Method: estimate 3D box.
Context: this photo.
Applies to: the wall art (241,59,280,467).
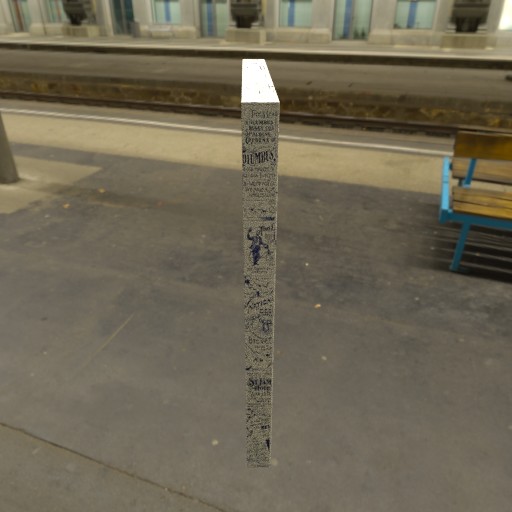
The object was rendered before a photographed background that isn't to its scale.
[{"bbox_3d":[0.000,0.000,0.492,0.025,0.376,0.255,-1,30,-1],"label":"wall art"}]
